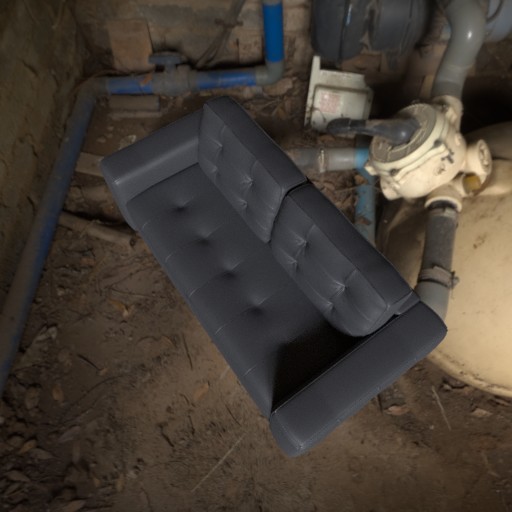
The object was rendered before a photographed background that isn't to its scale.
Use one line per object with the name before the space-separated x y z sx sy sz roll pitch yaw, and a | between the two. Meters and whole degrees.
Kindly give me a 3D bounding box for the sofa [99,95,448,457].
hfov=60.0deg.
sofa | 0.000 0.000 2.241 0.833 0.893 1.726 -32 67 -15
